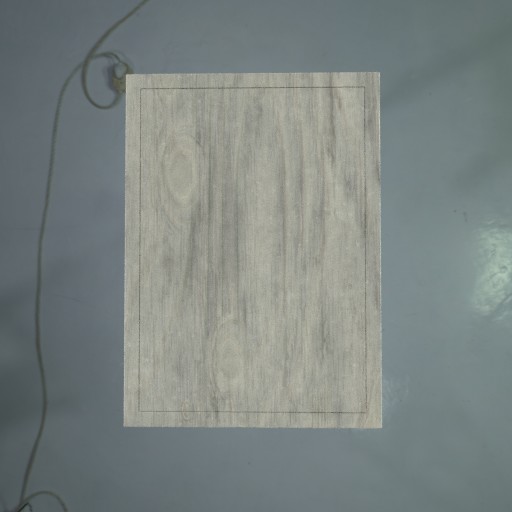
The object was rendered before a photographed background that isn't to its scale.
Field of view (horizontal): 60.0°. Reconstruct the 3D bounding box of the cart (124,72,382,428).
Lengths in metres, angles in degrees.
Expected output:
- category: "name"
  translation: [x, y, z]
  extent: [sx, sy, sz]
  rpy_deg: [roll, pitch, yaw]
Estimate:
- category: "cart"
  translation: [0.000, 0.000, 1.442]
  extent: [0.567, 0.920, 0.797]
  rpy_deg: [0, 89, 1]
